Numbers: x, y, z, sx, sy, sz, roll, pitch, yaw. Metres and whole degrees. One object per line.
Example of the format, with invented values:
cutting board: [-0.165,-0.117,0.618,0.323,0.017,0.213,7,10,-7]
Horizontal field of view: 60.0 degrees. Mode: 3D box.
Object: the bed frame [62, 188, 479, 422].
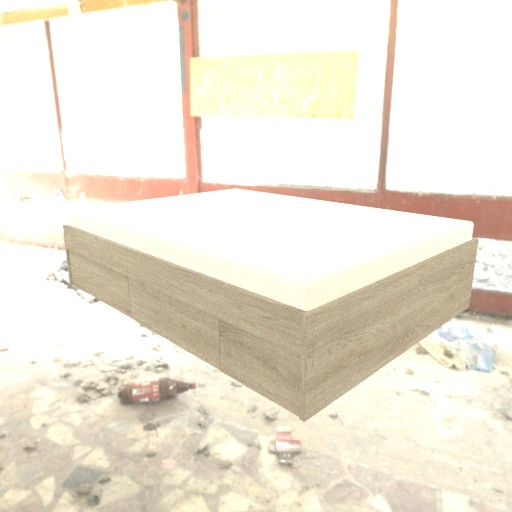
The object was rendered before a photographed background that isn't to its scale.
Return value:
bed frame: [0.000,0.000,2.602,1.448,0.490,1.944,-15,22,-42]
